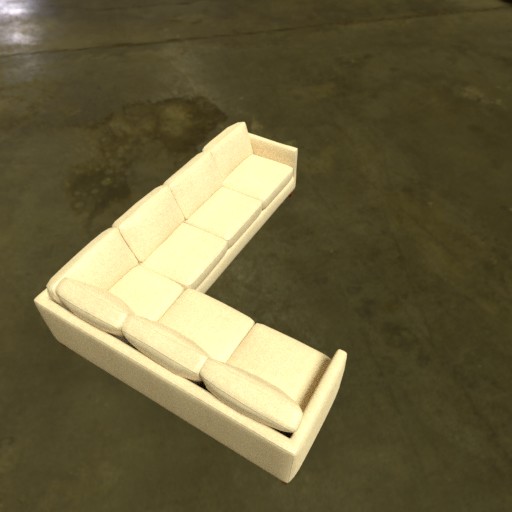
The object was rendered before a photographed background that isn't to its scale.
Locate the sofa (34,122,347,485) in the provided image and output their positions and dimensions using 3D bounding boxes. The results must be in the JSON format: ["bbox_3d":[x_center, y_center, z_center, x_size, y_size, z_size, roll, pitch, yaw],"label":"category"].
[{"bbox_3d":[0.000,0.000,4.502,2.593,0.947,3.302,23,51,20],"label":"sofa"}]
